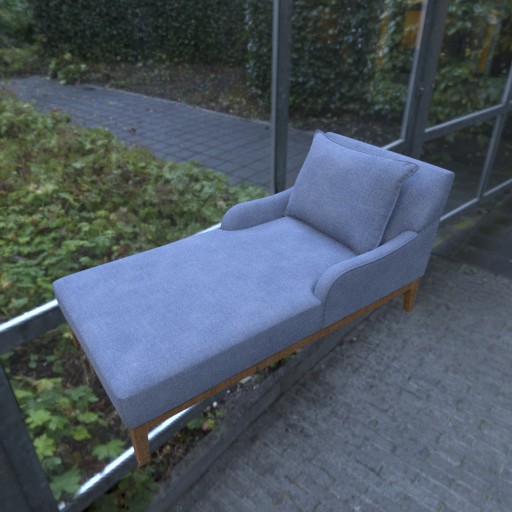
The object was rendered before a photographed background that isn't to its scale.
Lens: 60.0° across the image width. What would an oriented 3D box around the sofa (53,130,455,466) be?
[{"bbox_3d":[0.000,0.000,2.218,1.779,0.883,0.904,-21,37,-30],"label":"sofa"}]
